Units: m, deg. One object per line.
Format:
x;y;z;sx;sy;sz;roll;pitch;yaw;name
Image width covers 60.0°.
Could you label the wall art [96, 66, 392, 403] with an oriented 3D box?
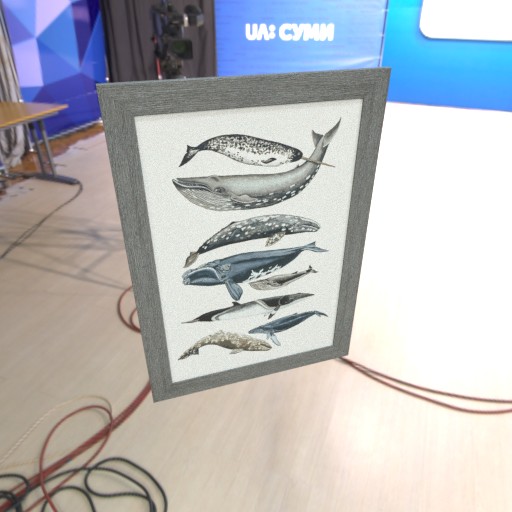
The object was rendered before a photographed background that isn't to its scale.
0.000;0.000;1.395;0.768;1.070;0.020;-10;33;-15;wall art
